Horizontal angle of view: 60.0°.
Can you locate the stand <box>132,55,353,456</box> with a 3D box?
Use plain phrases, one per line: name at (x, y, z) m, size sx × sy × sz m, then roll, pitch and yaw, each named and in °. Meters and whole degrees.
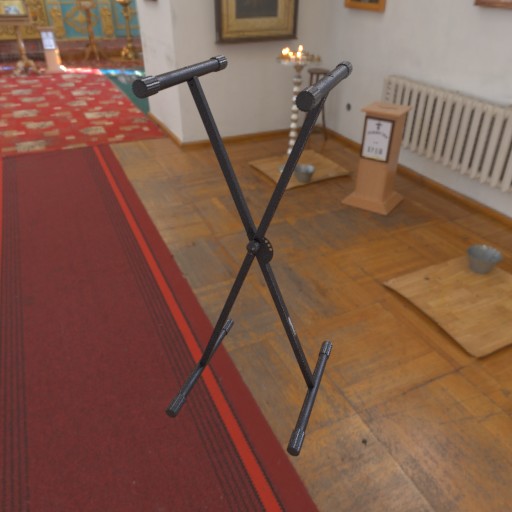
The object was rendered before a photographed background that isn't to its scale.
stand at (0.000, 0.000, 1.197) m, size 0.409 × 0.940 × 0.449 m, roll 10°, pitch 33°, yaw 17°
